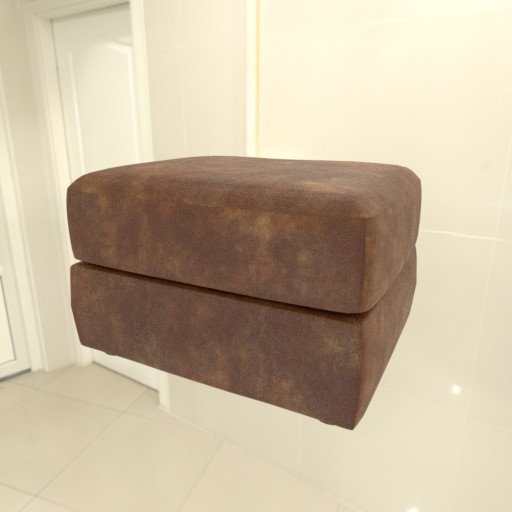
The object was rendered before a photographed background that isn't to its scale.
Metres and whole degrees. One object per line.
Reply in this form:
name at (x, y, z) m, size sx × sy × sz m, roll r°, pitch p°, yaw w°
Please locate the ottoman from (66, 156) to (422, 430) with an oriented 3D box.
ottoman at (0.000, 0.000, 1.151) m, size 0.751 × 0.476 × 0.603 m, roll 9°, pitch 19°, yaw 26°
